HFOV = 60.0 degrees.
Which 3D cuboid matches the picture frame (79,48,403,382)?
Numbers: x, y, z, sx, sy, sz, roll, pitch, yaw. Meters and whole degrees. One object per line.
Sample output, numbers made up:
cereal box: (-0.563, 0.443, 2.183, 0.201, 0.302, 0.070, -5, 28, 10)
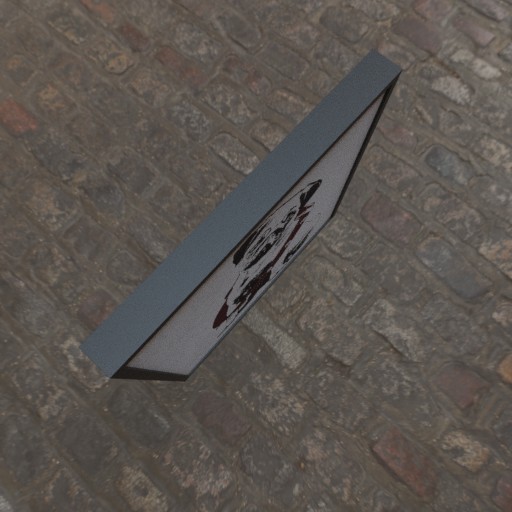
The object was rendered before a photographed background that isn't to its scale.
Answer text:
picture frame: (0.000, 0.000, 0.474, 0.030, 0.317, 0.317, 41, 78, 11)
